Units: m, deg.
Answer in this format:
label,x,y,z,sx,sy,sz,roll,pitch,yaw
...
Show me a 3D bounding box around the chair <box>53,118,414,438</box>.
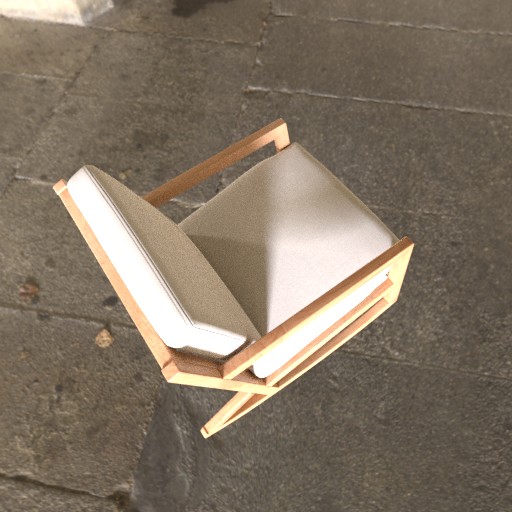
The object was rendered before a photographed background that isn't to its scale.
label,x,y,z,sx,sy,sz,roll,pitch,yaw
chair,0.000,0.000,1.421,0.857,0.790,0.622,-30,63,-18
